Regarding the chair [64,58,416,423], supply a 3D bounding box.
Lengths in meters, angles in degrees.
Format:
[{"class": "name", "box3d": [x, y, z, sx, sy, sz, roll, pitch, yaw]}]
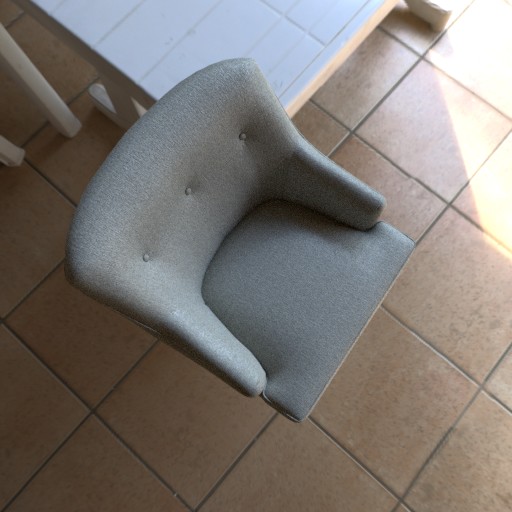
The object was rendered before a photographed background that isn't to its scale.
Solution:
[{"class": "chair", "box3d": [0.000, 0.000, 1.588, 0.923, 0.856, 0.864, 35, 78, 8]}]
